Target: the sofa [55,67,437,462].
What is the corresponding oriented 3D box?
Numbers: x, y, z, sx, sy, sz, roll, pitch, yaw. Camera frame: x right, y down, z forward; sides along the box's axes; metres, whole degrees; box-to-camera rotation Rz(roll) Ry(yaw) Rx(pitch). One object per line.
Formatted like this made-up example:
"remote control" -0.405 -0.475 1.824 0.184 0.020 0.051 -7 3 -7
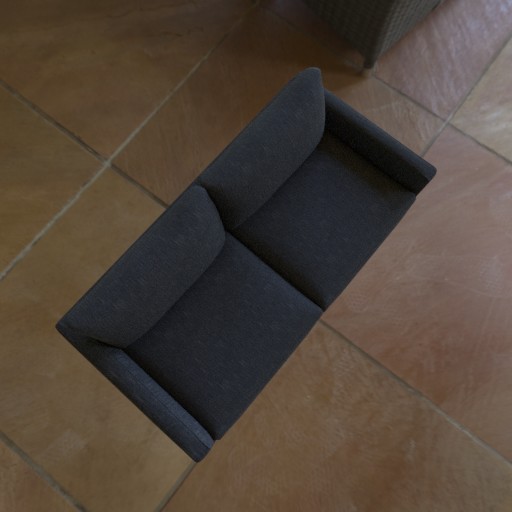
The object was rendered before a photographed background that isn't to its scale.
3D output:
"sofa" 0.000 0.000 2.179 0.866 0.862 1.716 40 79 9
